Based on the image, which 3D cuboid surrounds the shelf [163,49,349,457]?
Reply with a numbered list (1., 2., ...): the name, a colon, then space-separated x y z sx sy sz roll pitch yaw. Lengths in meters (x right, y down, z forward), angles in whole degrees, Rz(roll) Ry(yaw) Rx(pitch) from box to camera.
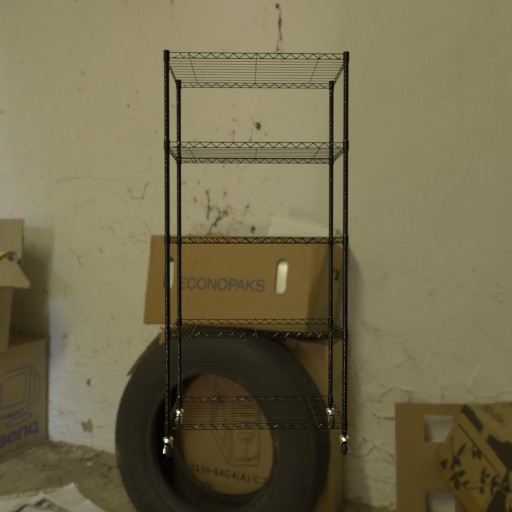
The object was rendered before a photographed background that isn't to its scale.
1. shelf: 0.000 0.000 1.950 0.762 1.645 0.356 0 1 -1
